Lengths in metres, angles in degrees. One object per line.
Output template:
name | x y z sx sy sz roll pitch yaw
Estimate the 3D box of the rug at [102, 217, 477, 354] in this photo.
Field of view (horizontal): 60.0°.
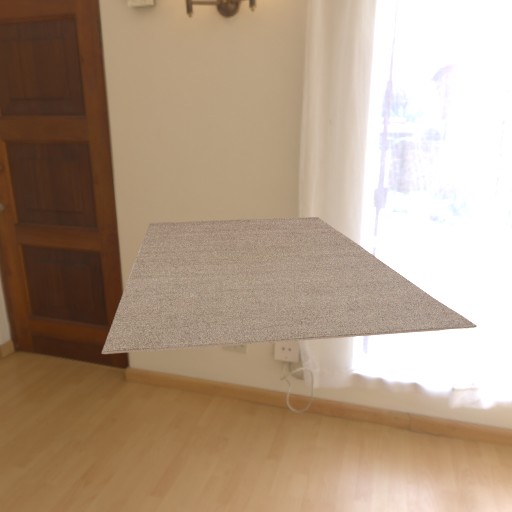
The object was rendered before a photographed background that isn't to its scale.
rug | 0.000 0.000 2.171 1.154 0.021 1.792 -2 16 -8
